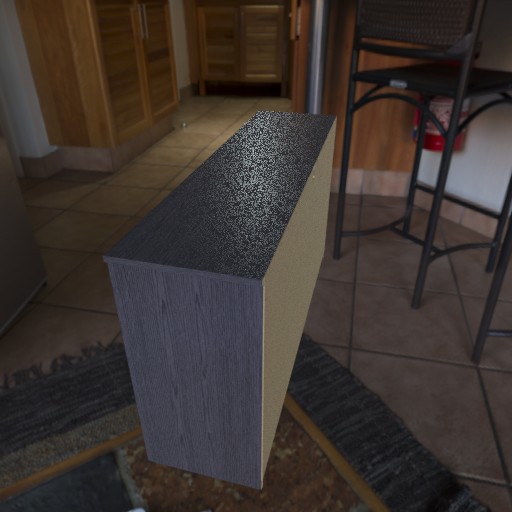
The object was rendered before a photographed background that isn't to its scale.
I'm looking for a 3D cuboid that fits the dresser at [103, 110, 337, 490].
[{"bbox_3d":[0.000,0.000,1.697,0.401,0.755,1.360,8,32,13],"label":"dresser"}]
